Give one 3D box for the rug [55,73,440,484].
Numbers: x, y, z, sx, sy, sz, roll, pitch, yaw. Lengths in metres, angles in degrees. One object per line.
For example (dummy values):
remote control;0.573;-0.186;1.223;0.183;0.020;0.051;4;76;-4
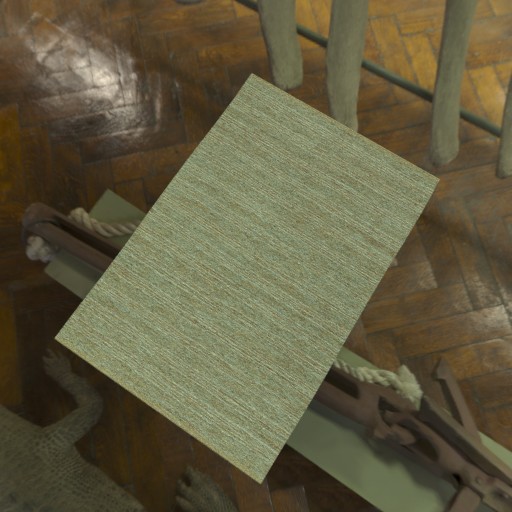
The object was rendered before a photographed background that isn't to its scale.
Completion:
rug;0.000;0.000;2.333;1.240;0.010;1.824;32;78;7
